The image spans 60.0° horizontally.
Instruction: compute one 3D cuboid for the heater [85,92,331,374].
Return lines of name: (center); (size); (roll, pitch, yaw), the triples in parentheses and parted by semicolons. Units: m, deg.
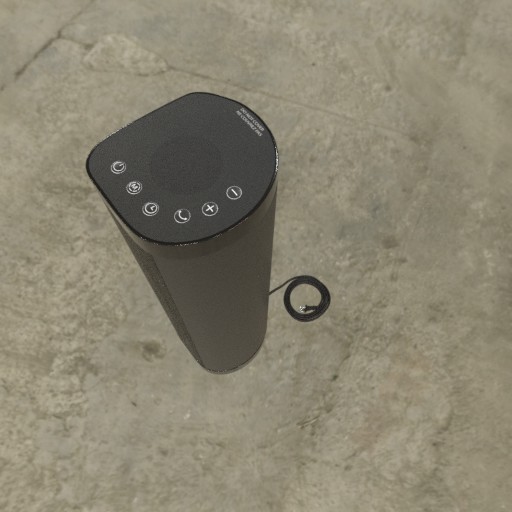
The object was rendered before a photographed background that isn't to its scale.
heater: (0.000, 0.000, 0.682); (0.312, 0.552, 0.174); (-34, 69, -16)
